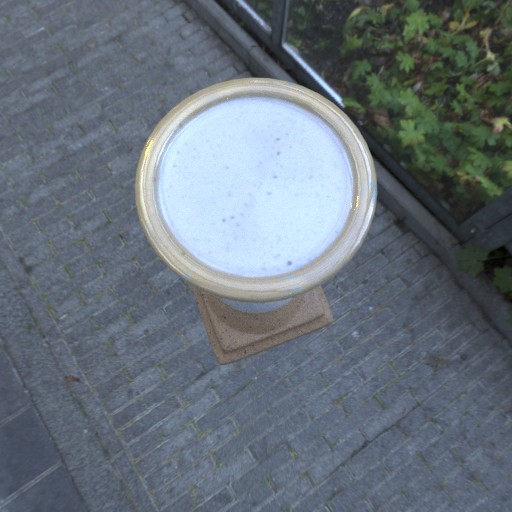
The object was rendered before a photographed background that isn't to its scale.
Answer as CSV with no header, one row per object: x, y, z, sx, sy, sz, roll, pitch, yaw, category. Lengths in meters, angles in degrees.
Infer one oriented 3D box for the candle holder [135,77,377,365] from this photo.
0.000,0.000,0.299,0.110,0.239,0.110,-20,76,-5,candle holder
